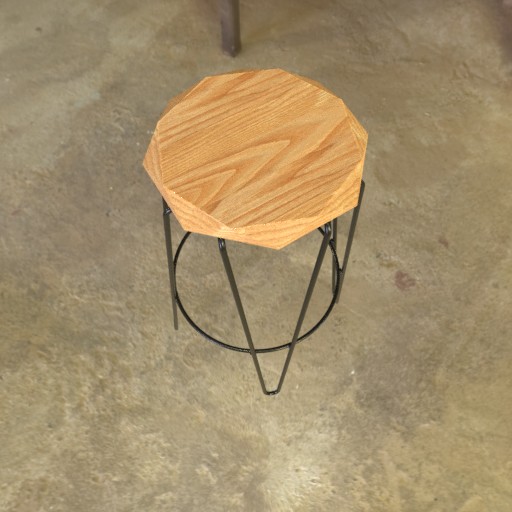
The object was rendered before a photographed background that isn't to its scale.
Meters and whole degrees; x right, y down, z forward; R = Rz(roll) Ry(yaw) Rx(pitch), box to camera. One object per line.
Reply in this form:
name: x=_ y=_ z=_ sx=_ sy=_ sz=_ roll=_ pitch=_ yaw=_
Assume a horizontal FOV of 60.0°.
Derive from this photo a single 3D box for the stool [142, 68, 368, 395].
stool: x=0.000 y=0.000 z=0.805 sx=0.326 sy=0.610 sz=0.326 roll=33 pitch=68 yaw=15
